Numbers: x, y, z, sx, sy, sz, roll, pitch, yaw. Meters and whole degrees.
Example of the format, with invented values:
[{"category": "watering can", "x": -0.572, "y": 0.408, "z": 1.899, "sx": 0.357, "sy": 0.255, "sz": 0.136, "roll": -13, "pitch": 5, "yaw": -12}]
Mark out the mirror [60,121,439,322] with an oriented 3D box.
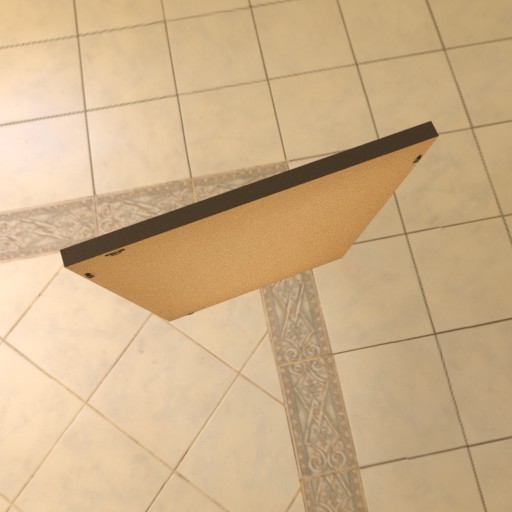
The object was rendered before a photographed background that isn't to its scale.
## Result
[{"category": "mirror", "x": 0.000, "y": 0.000, "z": 1.341, "sx": 0.762, "sy": 1.016, "sz": 0.041, "roll": -20, "pitch": 77, "yaw": -5}]
